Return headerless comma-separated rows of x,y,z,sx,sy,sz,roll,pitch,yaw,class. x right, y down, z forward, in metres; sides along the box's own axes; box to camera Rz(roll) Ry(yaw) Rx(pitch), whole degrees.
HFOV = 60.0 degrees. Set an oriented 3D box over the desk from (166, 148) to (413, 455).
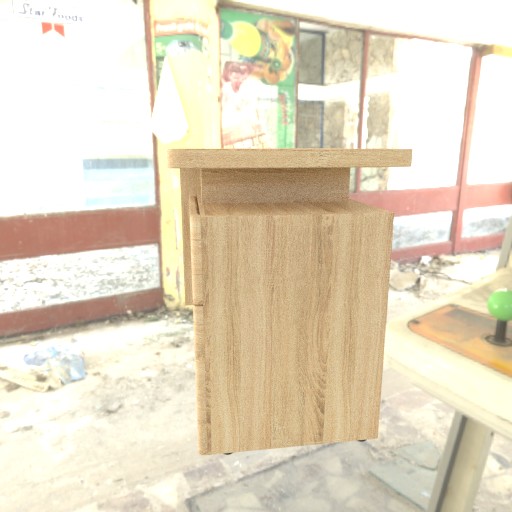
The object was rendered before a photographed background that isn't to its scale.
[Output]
0.000,0.000,1.612,0.550,0.760,1.200,-2,14,-8,desk
